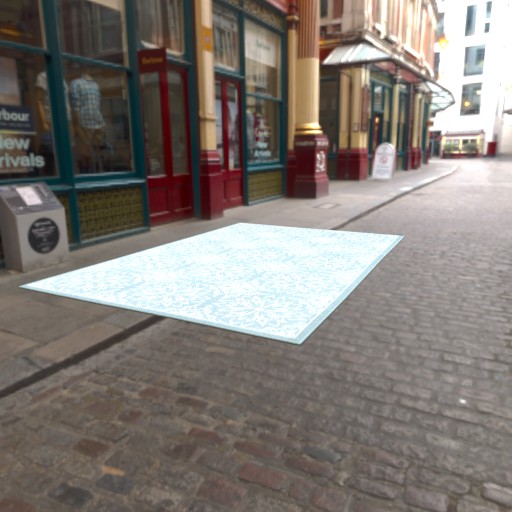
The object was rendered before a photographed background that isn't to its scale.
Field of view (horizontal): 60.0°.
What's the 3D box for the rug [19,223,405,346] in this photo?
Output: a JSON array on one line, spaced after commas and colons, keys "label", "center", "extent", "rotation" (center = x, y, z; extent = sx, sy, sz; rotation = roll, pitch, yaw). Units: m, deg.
[{"label": "rug", "center": [0.000, 0.000, 2.321], "extent": [1.219, 0.012, 1.840], "rotation": [7, 15, 26]}]
